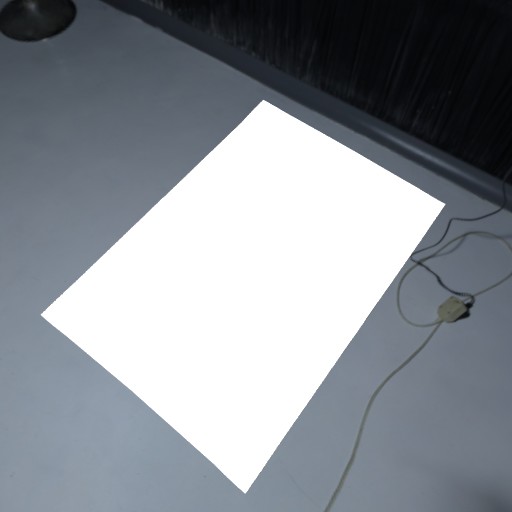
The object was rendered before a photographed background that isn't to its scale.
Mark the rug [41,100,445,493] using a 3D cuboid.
[{"bbox_3d":[0.000,0.000,3.684,2.032,0.038,2.869,35,69,16],"label":"rug"}]
